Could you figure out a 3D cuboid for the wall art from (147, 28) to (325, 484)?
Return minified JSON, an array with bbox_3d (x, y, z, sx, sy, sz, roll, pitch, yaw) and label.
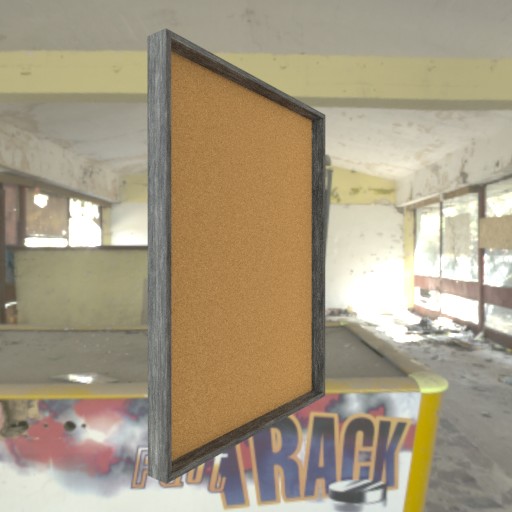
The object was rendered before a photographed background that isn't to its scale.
[{"bbox_3d":[0.000,0.000,1.314,0.063,1.016,0.762,0,0,36],"label":"wall art"}]
